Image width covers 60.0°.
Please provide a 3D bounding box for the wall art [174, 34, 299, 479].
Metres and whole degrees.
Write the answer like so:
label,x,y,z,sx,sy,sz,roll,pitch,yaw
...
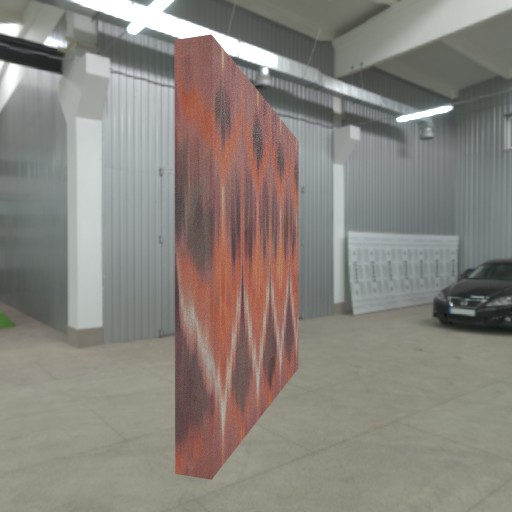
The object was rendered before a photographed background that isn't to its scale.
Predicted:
label,x,y,z,sx,sy,sz,roll,pitch,yaw
wall art,0.000,0.000,0.601,0.038,0.406,0.403,0,1,17
